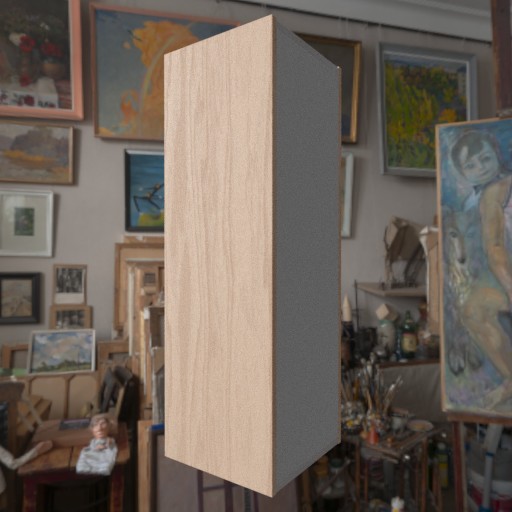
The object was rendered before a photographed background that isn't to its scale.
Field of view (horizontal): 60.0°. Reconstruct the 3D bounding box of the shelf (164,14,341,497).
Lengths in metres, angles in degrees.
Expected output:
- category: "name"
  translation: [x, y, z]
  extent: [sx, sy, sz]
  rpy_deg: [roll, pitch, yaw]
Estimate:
- category: "shelf"
  translation: [0.000, 0.000, 1.031]
  extent: [0.290, 0.900, 0.300]
  rpy_deg: [0, 1, 36]
